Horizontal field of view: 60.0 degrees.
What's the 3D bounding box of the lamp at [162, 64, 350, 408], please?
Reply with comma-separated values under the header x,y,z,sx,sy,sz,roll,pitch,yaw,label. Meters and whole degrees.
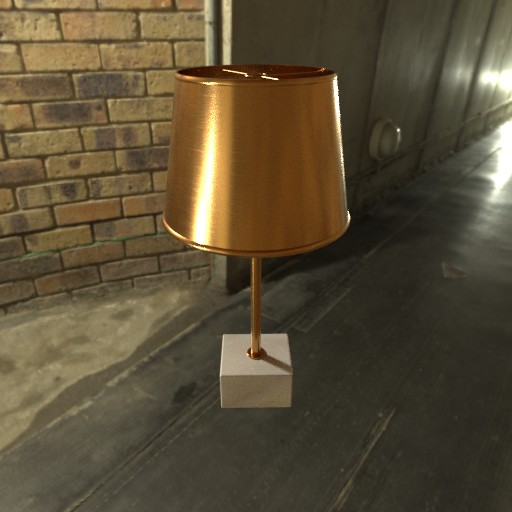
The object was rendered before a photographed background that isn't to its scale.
x,y,z,sx,sy,sz,roll,pitch,yaw,label
0.000,0.000,0.525,0.208,0.406,0.208,0,28,0,lamp
